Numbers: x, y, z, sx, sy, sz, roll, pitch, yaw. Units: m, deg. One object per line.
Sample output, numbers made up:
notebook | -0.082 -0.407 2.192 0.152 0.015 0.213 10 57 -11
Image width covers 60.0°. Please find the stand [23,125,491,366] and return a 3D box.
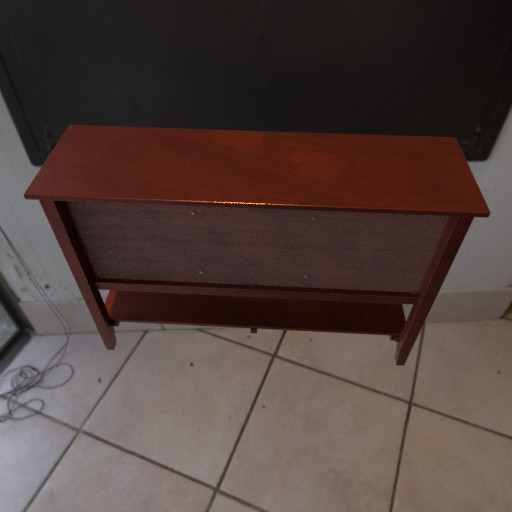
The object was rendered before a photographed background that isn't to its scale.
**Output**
stand | 0.000 0.000 1.743 1.362 0.872 0.410 3 46 2
